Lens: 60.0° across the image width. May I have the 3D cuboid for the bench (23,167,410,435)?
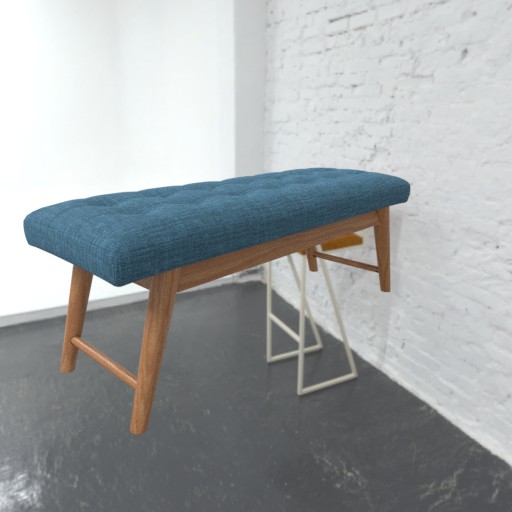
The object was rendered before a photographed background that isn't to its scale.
[{"bbox_3d":[0.000,0.000,1.304,0.406,0.432,1.118,16,23,41],"label":"bench"}]
